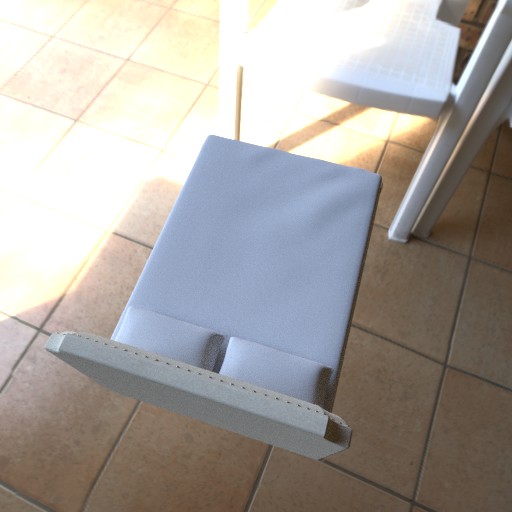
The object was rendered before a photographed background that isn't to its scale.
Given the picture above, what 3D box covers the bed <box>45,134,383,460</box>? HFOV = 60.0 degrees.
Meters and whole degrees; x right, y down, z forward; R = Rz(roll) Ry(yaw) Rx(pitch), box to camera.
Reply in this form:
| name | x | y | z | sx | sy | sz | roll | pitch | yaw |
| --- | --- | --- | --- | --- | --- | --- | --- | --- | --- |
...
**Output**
| name | x | y | z | sx | sy | sz | roll | pitch | yaw |
| --- | --- | --- | --- | --- | --- | --- | --- | --- | --- |
| bed | 0.000 | 0.000 | 3.373 | 1.713 | 1.457 | 2.381 | 15 | 64 | 8 |
